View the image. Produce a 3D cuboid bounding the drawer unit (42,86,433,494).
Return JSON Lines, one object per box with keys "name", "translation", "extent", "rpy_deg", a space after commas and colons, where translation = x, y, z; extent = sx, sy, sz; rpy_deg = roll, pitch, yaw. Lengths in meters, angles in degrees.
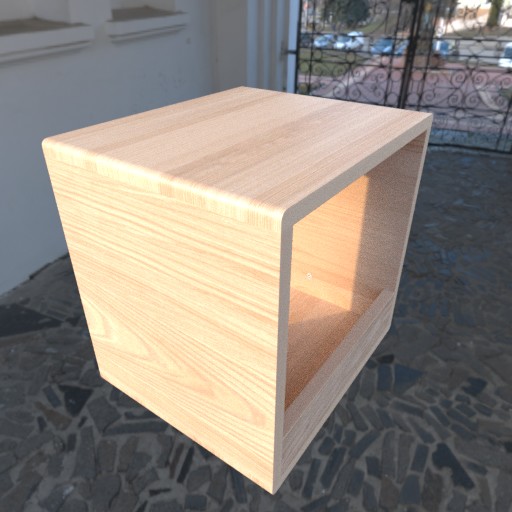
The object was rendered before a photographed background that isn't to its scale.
{"name": "drawer unit", "translation": [0.000, 0.000, 0.585], "extent": [0.290, 0.344, 0.344], "rpy_deg": [21, 37, 30]}
